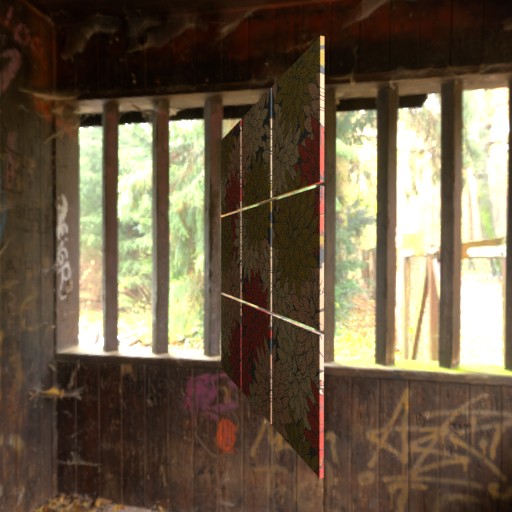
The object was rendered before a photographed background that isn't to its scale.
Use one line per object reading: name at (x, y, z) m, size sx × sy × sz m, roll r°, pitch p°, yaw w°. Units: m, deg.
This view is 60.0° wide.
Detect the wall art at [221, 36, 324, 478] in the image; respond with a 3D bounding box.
wall art at (0.000, 0.000, 1.796) m, size 0.013 × 1.218 × 1.206 m, roll 0°, pitch 1°, yaw -18°
